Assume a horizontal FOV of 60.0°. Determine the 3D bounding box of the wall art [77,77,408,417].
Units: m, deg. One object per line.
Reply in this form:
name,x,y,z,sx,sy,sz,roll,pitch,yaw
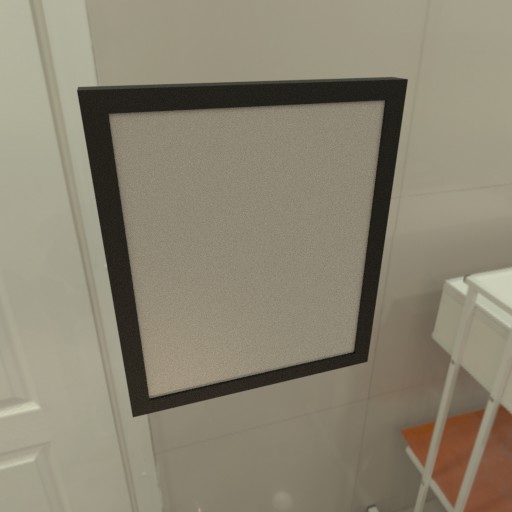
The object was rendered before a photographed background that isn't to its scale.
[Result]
wall art,0.000,0.000,0.521,0.330,0.381,0.029,-8,28,-16
